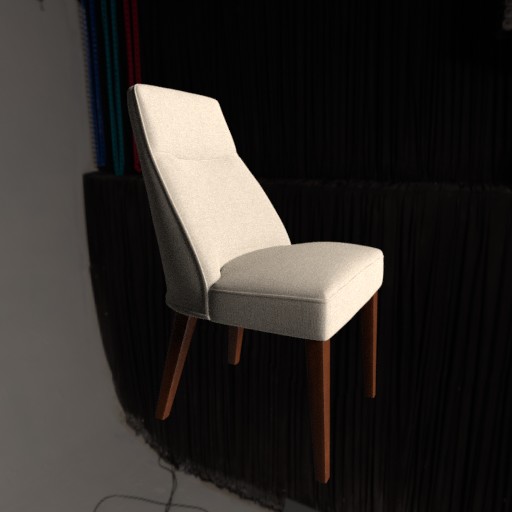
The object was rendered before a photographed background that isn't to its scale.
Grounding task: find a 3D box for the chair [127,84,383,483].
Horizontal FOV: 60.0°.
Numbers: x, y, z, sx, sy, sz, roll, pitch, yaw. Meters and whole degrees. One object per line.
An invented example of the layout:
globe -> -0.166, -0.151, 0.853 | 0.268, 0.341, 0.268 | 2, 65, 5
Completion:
chair -> 0.000, 0.000, 1.263 | 0.620, 0.930, 0.500 | 7, 14, 28
